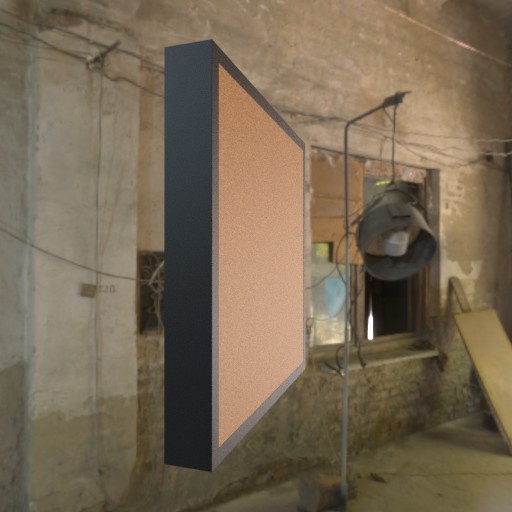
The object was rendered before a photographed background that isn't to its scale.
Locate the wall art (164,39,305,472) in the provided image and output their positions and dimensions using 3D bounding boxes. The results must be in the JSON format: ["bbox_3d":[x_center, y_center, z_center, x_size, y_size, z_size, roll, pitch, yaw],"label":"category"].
[{"bbox_3d":[0.000,0.000,0.461,0.038,0.304,0.305,0,0,19],"label":"wall art"}]
